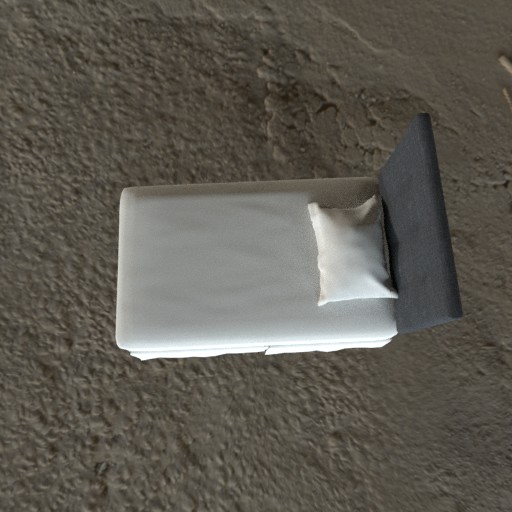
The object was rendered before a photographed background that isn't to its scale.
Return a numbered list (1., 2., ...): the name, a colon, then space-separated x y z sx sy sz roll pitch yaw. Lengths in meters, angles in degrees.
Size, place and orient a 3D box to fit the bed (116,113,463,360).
1. bed: 0.000 0.000 3.025 1.997 1.571 1.261 -3 75 -1
